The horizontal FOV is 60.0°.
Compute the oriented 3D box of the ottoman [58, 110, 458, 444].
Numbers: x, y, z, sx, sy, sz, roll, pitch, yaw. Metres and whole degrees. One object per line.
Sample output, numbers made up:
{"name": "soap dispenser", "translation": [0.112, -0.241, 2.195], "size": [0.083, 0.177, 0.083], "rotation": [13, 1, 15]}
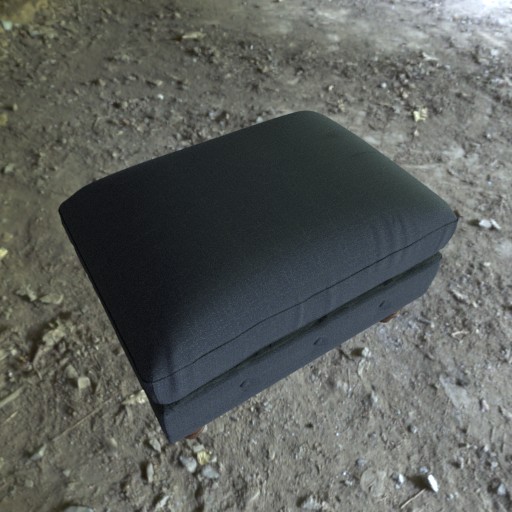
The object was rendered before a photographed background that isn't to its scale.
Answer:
{"name": "ottoman", "translation": [0.000, 0.000, 1.115], "size": [0.767, 0.486, 0.558], "rotation": [-25, 52, -21]}
